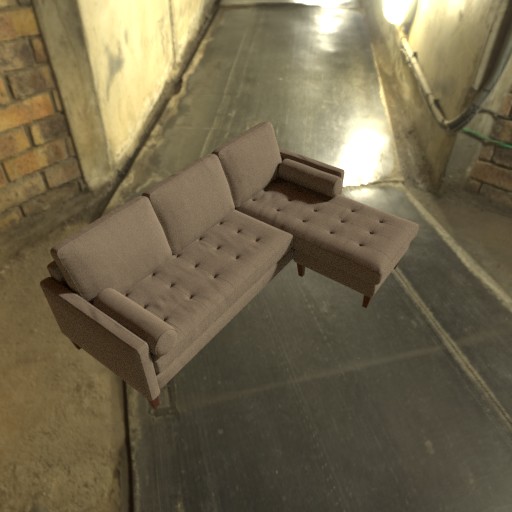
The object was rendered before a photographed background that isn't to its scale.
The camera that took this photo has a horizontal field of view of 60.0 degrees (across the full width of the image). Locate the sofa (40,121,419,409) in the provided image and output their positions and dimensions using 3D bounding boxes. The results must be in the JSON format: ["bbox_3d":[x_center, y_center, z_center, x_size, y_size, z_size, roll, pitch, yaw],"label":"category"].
[{"bbox_3d":[0.000,0.000,2.964,1.506,0.875,2.178,26,48,26],"label":"sofa"}]
